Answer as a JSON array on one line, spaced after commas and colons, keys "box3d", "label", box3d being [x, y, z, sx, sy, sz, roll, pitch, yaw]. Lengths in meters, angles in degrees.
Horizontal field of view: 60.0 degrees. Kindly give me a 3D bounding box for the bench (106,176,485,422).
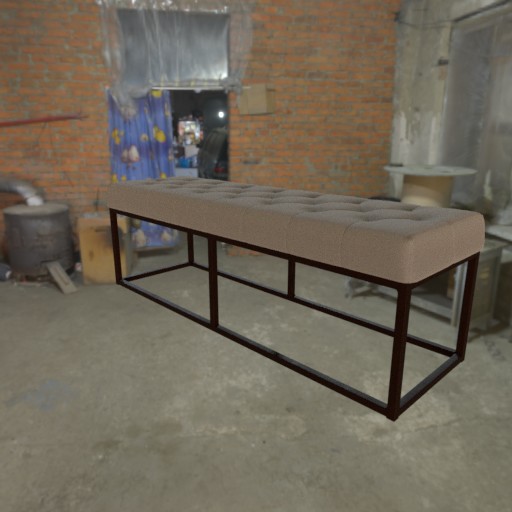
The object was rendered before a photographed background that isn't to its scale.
[{"box3d": [0.000, 0.000, 1.708, 0.479, 0.488, 1.488, -15, 22, -42], "label": "bench"}]
